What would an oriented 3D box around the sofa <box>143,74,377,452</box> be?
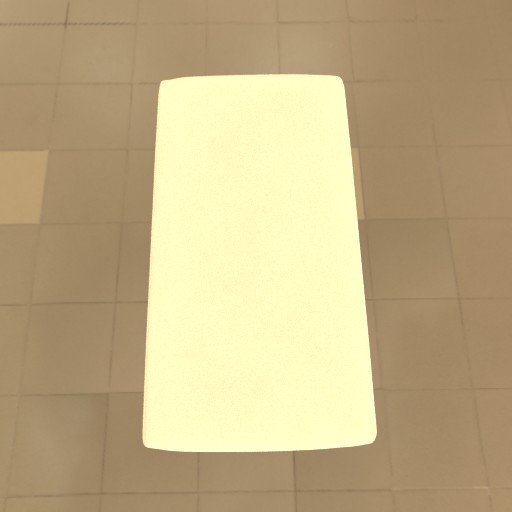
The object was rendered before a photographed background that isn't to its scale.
[{"bbox_3d":[0.000,0.000,2.100,0.939,0.552,1.677,-1,73,0],"label":"sofa"}]
